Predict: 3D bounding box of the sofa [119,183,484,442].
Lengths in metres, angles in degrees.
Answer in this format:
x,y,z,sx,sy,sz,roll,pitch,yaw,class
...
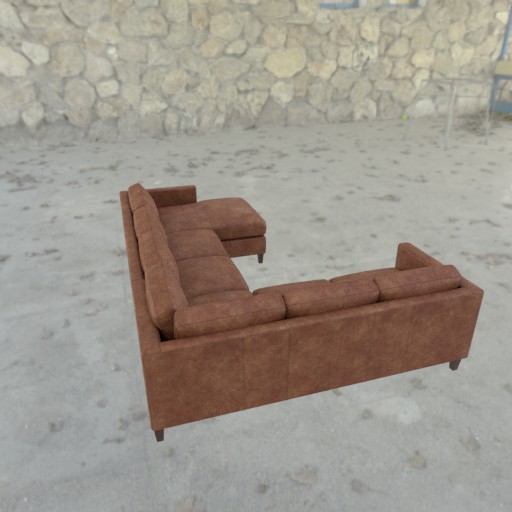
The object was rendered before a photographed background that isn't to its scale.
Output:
x,y,z,sx,sy,sz,roll,pitch,yaw,class
0.000,0.000,4.438,2.452,0.888,3.324,-8,27,-16,sofa
